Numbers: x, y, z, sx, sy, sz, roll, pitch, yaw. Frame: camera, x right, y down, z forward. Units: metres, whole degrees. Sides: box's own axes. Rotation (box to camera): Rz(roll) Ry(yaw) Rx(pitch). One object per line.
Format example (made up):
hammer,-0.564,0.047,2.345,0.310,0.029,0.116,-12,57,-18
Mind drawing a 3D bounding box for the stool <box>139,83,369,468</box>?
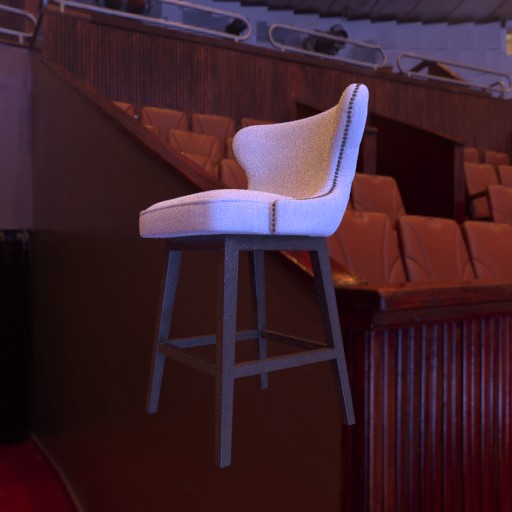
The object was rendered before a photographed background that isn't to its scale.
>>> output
stool,0.000,0.000,1.351,0.597,0.972,0.615,0,0,-36
